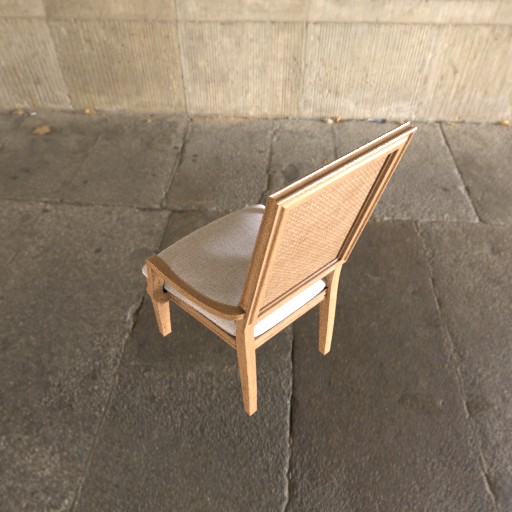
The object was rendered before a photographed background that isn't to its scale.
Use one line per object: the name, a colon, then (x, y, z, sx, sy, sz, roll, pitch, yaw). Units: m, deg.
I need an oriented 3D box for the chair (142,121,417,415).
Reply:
chair: (0.000, 0.000, 1.382, 0.606, 0.990, 0.602, -31, 53, -28)
